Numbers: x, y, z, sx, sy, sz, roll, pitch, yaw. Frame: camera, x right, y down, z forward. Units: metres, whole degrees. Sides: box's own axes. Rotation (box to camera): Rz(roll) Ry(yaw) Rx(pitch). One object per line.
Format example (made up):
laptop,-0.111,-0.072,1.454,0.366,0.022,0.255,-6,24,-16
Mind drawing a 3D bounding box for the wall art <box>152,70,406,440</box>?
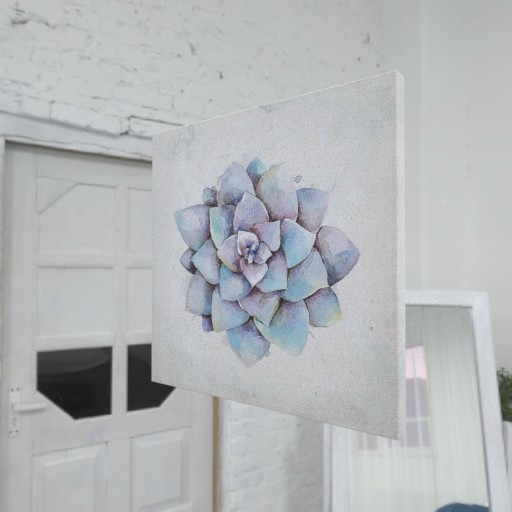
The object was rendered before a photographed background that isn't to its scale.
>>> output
wall art,0.000,0.000,0.928,0.612,0.612,0.040,-1,-1,37
